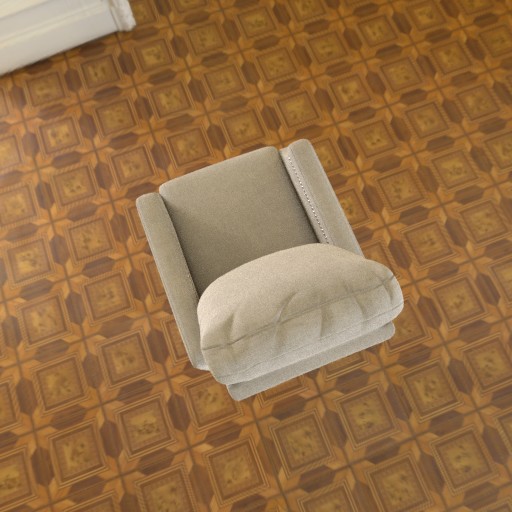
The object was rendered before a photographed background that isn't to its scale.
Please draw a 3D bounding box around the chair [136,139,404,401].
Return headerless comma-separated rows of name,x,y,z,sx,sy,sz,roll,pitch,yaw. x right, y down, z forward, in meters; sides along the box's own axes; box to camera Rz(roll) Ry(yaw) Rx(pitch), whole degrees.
chair,0.000,0.000,1.693,0.710,1.049,0.922,-21,75,-6
